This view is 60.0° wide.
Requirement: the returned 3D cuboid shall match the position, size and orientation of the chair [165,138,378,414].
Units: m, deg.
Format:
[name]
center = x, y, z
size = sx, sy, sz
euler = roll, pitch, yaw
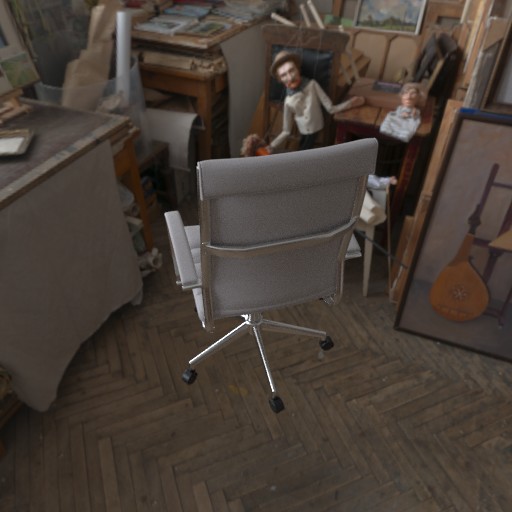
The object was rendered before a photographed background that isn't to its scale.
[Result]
[chair]
center = 0.000, 0.000, 1.606
size = 0.679, 1.149, 0.667
euler = -10, 42, -12
